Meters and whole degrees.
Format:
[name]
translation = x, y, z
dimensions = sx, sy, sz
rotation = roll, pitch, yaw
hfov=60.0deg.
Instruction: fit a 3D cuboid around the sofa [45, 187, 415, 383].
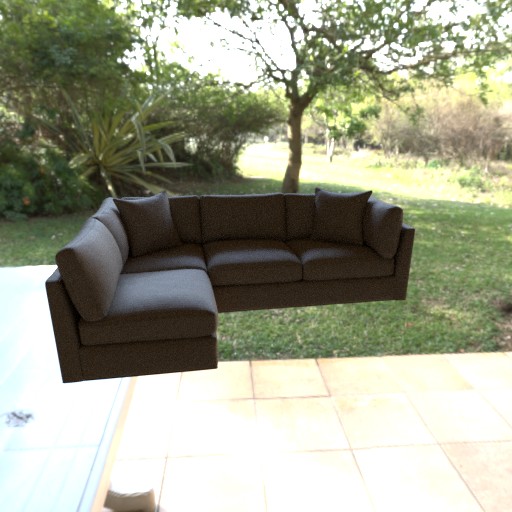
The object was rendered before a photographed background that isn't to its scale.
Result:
[sofa]
translation = 0.000, 0.000, 3.833
dimensions = 2.896, 0.978, 1.994
rotation = -3, 17, -10
